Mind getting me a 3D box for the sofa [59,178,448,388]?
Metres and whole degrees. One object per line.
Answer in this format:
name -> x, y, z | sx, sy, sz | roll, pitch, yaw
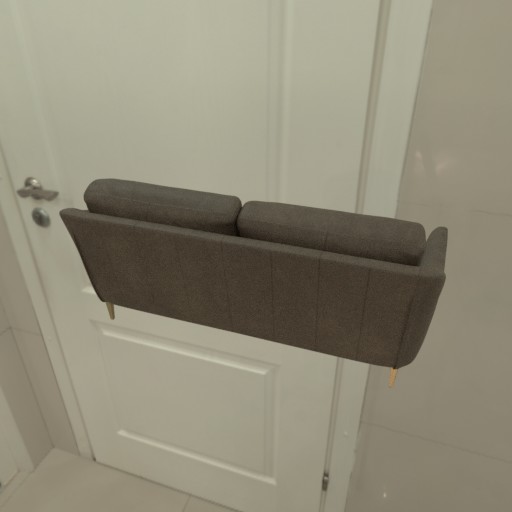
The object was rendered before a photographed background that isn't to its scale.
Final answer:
sofa -> 0.000, 0.000, 2.544 | 2.036, 0.902, 0.960 | 10, 32, 17
